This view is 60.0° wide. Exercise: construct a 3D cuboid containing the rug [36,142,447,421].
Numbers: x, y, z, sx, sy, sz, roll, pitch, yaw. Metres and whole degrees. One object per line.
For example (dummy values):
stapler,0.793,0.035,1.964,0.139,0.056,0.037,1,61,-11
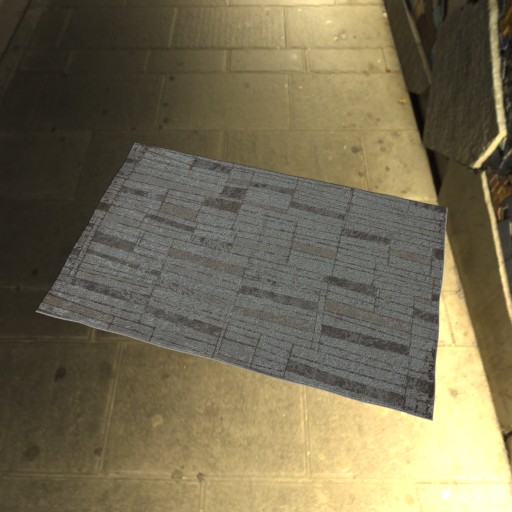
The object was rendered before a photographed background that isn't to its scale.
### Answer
rug,0.000,0.000,2.982,2.444,0.023,1.531,13,60,8
